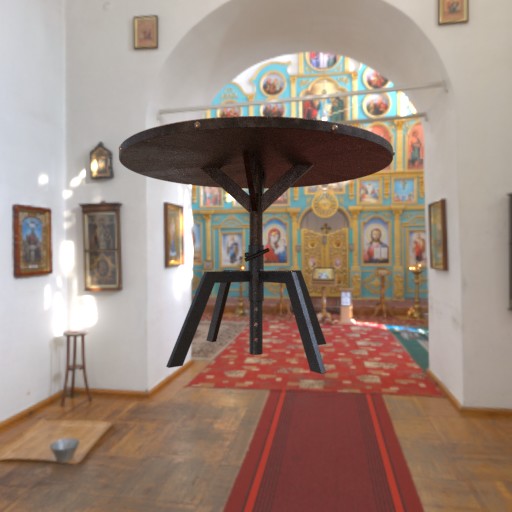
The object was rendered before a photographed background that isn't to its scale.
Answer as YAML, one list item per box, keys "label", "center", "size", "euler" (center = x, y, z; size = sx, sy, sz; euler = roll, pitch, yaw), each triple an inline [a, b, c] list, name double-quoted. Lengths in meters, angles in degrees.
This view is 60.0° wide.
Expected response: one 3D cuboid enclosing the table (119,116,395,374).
- label: "table"
  center: [0.000, 0.000, 1.493]
  size: [0.885, 0.658, 0.885]
  euler: [0, -1, 0]
